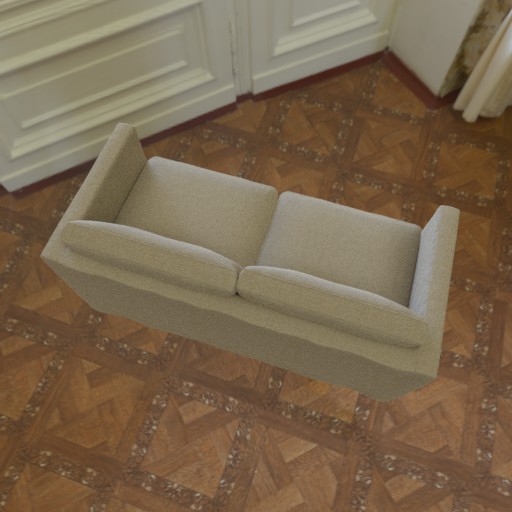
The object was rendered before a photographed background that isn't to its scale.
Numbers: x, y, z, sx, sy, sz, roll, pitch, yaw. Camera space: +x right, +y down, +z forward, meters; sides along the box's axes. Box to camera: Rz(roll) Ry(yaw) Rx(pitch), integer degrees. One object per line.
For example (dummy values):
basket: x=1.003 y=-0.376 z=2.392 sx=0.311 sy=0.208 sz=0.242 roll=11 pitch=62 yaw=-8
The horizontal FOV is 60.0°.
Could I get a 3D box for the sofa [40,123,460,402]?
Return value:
sofa: x=0.000 y=0.000 z=2.505 sx=1.987 sy=0.847 sz=0.956 roll=16 pitch=65 yaw=8
